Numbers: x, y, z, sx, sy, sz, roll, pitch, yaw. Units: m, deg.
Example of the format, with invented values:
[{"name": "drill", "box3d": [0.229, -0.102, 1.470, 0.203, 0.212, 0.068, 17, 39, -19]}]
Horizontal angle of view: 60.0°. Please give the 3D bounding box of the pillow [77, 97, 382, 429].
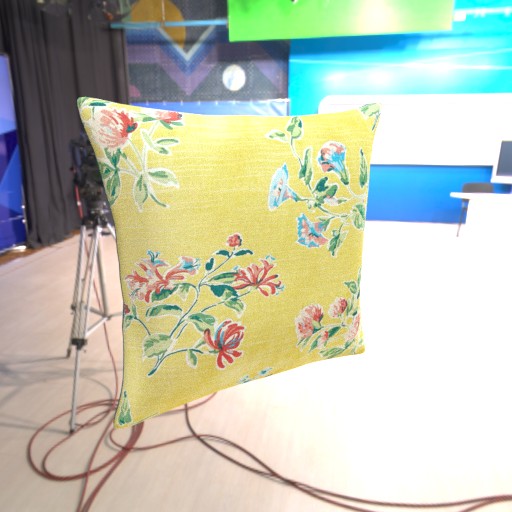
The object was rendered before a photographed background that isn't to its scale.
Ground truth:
[{"name": "pillow", "box3d": [0.000, 0.000, 0.762, 0.525, 0.508, 0.166, -9, 20, -27]}]
